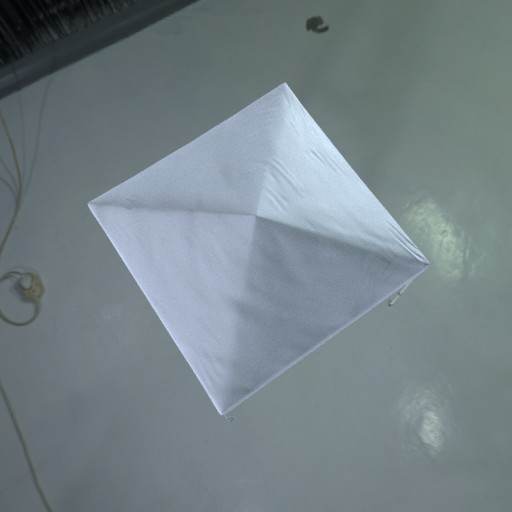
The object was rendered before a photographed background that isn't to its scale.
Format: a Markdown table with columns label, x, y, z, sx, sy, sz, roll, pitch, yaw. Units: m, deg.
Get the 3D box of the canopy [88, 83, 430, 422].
| label | x | y | z | sx | sy | sz | roll | pitch | yaw |
| --- | --- | --- | --- | --- | --- | --- | --- | --- | --- |
| canopy | 0.000 | 0.000 | 6.428 | 3.599 | 3.600 | 3.600 | -34 | 79 | -8 |
